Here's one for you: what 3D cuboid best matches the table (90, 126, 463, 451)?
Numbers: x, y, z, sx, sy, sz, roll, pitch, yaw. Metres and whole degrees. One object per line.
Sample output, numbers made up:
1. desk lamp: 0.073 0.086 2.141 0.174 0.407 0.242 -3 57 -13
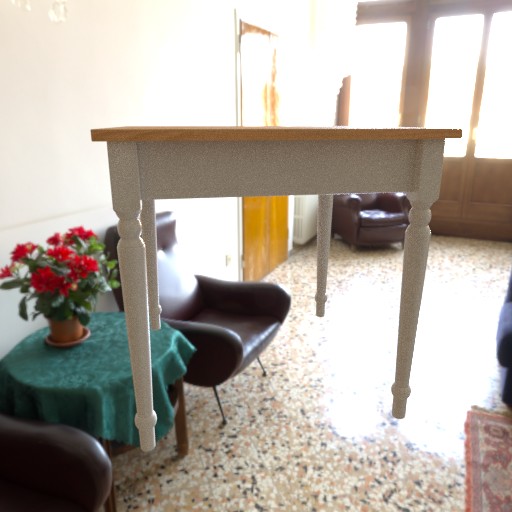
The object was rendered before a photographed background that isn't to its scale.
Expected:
1. table: 0.000 0.000 1.321 0.747 0.738 0.747 -3 17 -10
